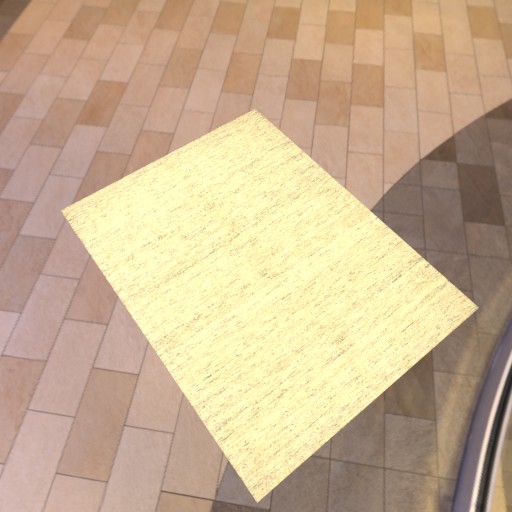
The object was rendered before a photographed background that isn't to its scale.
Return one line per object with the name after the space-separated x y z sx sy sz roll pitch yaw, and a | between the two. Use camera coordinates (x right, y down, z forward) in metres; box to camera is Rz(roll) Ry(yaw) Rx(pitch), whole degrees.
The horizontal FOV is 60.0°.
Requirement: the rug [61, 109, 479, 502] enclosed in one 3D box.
0.000 0.000 4.132 2.437 0.014 3.201 -33 64 -18 | rug
